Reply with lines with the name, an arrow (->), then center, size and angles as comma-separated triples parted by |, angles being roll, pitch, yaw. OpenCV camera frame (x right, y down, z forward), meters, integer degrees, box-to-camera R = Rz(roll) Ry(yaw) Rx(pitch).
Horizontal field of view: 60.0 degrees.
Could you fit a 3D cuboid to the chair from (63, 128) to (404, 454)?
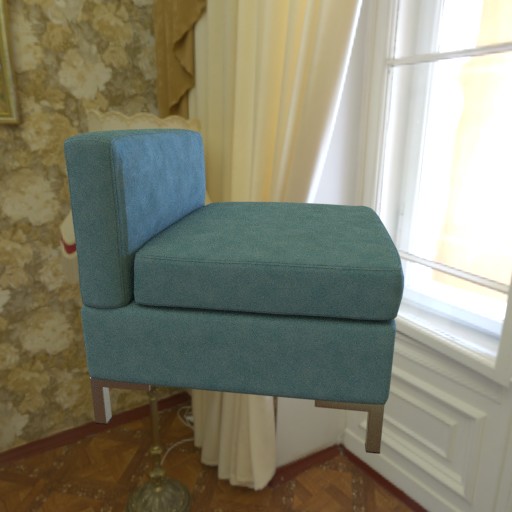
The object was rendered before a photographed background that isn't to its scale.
chair -> 0.000, 0.000, 1.199 | 0.685, 0.660, 0.684 | 3, 17, 9
